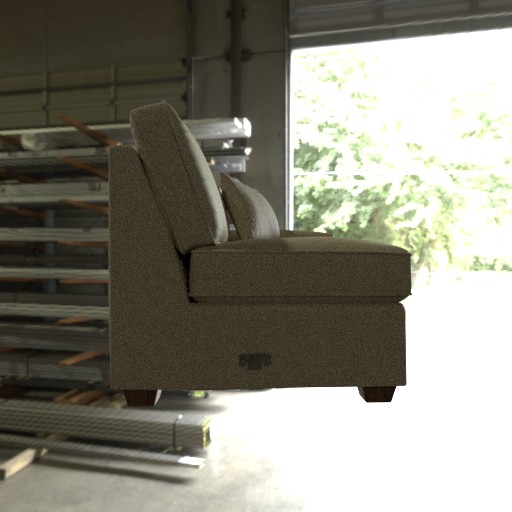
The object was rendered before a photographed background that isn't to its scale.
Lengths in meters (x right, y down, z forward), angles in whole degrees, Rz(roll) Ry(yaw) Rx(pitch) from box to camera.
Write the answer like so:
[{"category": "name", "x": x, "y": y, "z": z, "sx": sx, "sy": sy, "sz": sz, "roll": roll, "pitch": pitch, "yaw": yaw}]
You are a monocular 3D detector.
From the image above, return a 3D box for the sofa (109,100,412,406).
[{"category": "sofa", "x": 0.000, "y": 0.000, "z": 2.077, "sx": 0.991, "sy": 0.989, "sz": 1.388, "roll": 0, "pitch": -1, "yaw": -2}]
